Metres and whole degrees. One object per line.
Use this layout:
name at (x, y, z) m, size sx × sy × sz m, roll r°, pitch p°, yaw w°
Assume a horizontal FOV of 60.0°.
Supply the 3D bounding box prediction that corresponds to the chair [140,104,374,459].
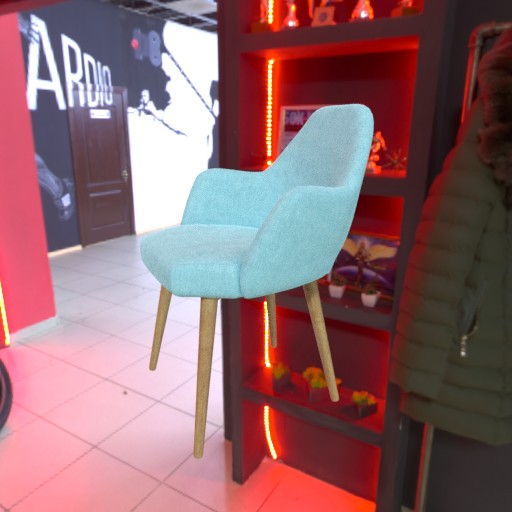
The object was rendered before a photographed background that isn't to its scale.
chair at (0.000, 0.000, 1.281) m, size 0.610 × 0.840 × 0.590 m, roll -8°, pitch 18°, yaw -25°
